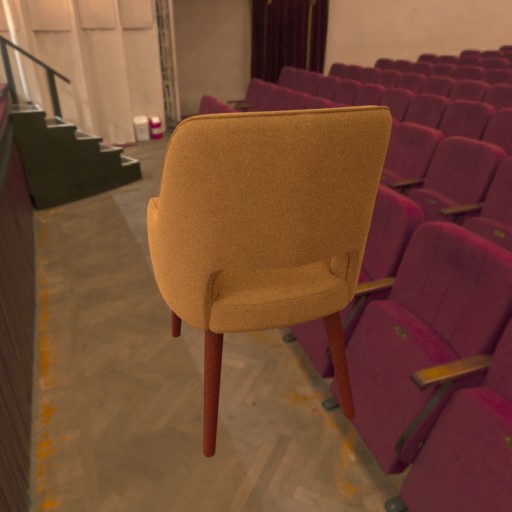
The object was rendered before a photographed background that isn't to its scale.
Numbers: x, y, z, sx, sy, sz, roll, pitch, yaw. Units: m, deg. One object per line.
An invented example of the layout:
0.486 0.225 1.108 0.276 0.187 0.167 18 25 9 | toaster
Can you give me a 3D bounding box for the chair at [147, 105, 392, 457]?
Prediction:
0.000 0.000 1.209 0.548 0.849 0.605 -8 28 -16 | chair
